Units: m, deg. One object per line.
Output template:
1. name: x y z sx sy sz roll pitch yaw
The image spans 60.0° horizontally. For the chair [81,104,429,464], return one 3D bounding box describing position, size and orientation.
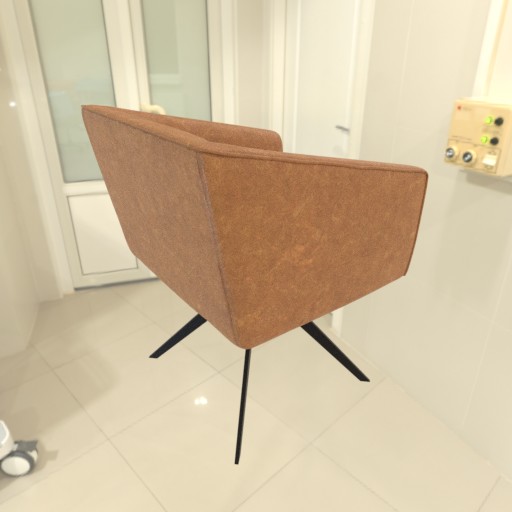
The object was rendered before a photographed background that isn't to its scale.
1. chair: 0.000 0.000 1.176 0.625 0.760 0.588 -18 32 -32
